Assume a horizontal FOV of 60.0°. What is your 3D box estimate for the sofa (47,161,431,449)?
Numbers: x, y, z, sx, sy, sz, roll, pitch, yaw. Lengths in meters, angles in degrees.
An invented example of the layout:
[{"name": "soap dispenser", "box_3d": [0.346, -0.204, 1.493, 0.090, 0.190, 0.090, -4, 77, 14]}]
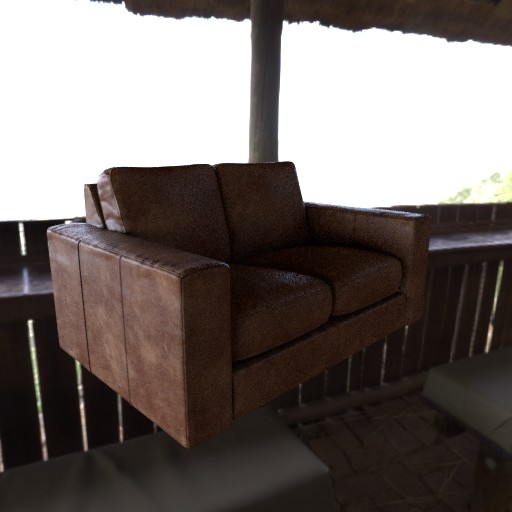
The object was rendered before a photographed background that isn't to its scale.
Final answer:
[{"name": "sofa", "box_3d": [0.000, 0.000, 2.202, 1.626, 0.889, 1.041, -13, 19, -43]}]
